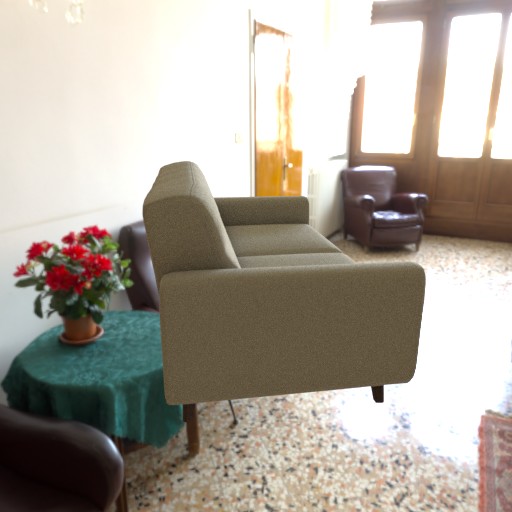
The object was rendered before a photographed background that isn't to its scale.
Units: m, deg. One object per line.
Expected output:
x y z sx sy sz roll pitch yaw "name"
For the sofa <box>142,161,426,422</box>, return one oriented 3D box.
0.000 0.000 2.291 0.980 0.892 1.655 -3 17 -9 "sofa"
